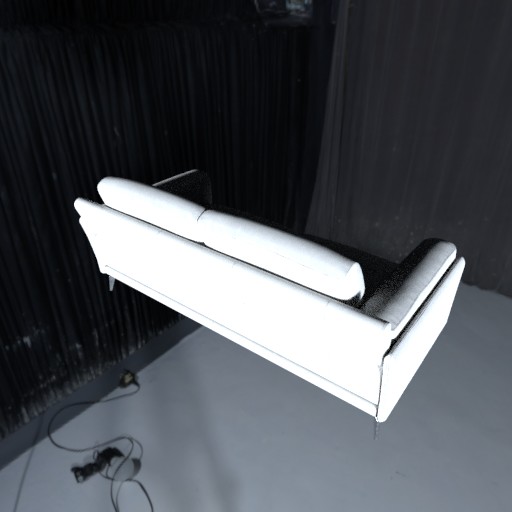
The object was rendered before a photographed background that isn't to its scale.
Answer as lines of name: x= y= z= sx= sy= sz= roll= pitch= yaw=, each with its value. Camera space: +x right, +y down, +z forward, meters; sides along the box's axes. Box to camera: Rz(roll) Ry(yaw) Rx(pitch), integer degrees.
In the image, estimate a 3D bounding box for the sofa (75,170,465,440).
sofa: x=0.000 y=0.000 z=2.660 sx=2.101 sy=0.930 sz=1.049 roll=21 pitch=37 yaw=32
